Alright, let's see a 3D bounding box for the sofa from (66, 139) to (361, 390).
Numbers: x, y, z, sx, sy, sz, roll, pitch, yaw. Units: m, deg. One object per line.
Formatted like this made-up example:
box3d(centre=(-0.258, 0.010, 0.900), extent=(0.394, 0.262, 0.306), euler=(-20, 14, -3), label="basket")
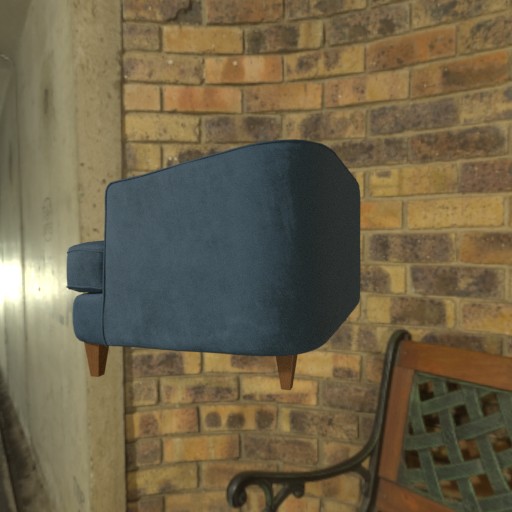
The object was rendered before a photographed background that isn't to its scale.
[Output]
box3d(centre=(0.000, 0.000, 2.270), extent=(0.941, 0.854, 1.733), euler=(1, 2, 19), label="sofa")
